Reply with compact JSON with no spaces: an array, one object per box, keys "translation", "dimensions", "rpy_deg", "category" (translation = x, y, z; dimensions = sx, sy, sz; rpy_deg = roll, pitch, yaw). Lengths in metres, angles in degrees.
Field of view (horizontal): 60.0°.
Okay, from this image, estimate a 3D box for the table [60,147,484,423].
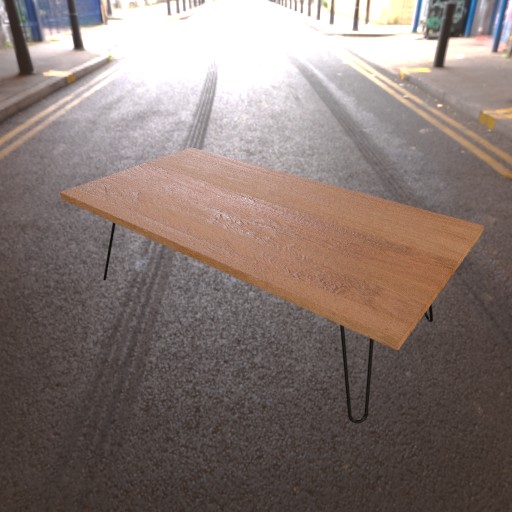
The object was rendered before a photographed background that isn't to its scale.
[{"translation":[0.000,0.000,1.669],"dimensions":[1.348,0.400,0.699],"rpy_deg":[22,38,32],"category":"table"}]
